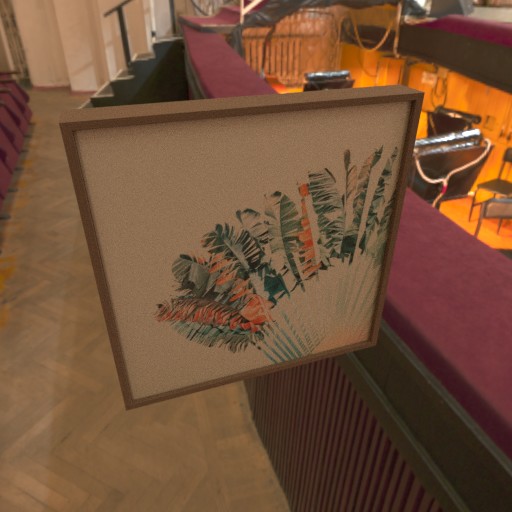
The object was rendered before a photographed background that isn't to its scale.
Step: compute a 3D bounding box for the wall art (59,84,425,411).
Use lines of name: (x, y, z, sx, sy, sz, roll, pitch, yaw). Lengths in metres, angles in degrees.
wall art: (0.000, 0.000, 0.447, 0.304, 0.303, 0.038, -10, 33, -16)
